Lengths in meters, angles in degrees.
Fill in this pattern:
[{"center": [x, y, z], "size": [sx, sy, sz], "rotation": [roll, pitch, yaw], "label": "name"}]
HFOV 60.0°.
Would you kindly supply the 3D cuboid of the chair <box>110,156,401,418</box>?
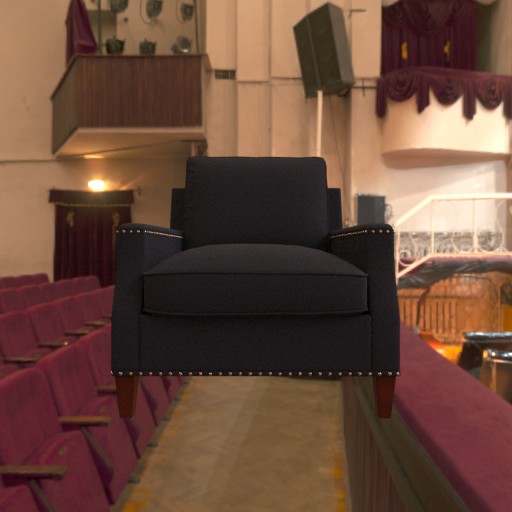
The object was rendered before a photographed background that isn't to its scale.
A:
[{"center": [0.000, 0.000, 1.755], "size": [0.853, 0.943, 1.014], "rotation": [0, 1, 0], "label": "chair"}]
